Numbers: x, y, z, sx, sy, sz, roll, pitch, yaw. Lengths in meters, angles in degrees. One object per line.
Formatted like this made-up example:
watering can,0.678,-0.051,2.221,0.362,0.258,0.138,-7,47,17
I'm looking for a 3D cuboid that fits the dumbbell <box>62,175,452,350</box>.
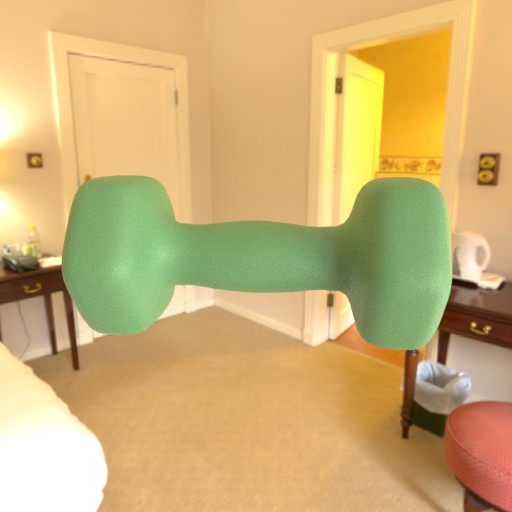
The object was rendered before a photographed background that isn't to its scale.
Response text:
dumbbell,0.000,0.000,0.323,0.257,0.114,0.126,2,13,8
